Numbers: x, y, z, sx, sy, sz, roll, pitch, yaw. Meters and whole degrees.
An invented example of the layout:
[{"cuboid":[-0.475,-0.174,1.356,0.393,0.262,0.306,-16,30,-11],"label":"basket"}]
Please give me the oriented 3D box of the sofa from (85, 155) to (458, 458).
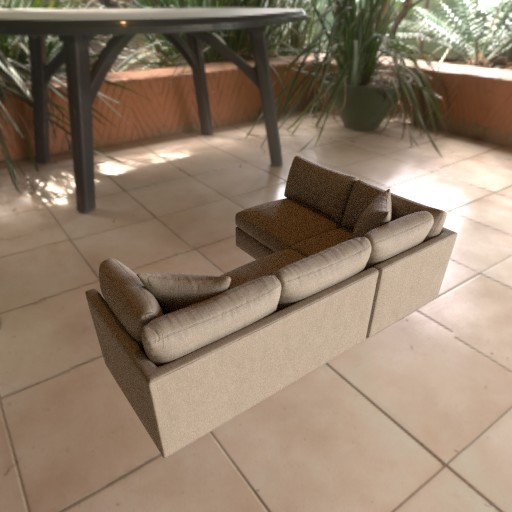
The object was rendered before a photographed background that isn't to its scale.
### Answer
[{"cuboid":[0.000,0.000,3.882,2.896,0.978,1.994,-21,37,-31],"label":"sofa"}]
